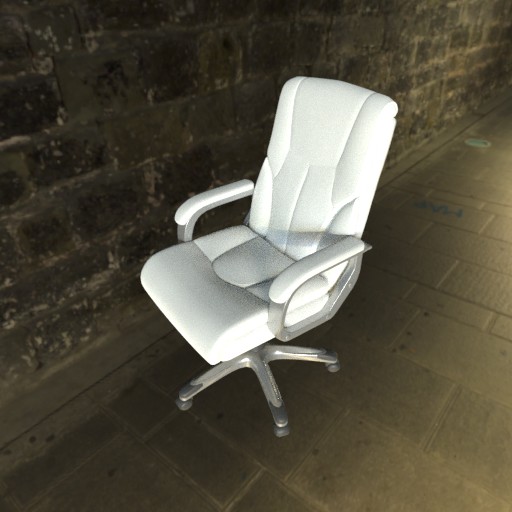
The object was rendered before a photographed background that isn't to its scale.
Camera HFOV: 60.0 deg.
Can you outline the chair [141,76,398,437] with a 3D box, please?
[{"bbox_3d":[0.000,0.000,1.594,0.738,1.120,0.687,-21,37,-30],"label":"chair"}]
